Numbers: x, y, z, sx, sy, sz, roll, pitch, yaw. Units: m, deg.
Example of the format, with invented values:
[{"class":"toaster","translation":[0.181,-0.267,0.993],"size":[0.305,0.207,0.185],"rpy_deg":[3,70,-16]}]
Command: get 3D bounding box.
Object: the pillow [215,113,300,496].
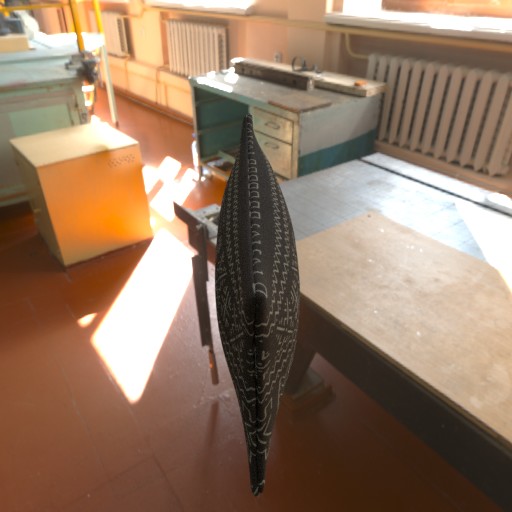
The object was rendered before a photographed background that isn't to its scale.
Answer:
[{"class":"pillow","translation":[0.000,0.000,0.769],"size":[0.135,0.322,0.667],"rpy_deg":[-1,32,-1]}]
